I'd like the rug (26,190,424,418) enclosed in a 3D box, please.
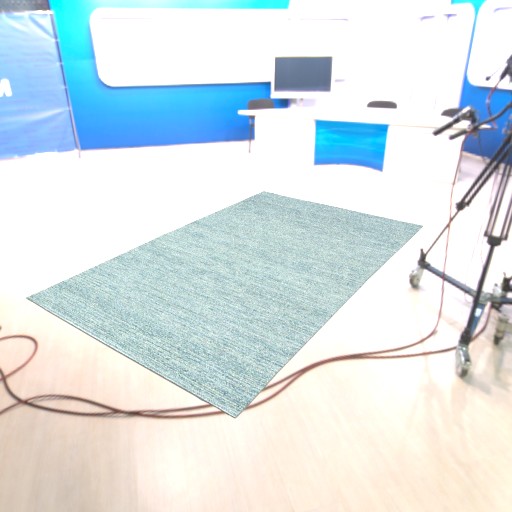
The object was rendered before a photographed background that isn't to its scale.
[{"bbox_3d":[0.000,0.000,2.312,1.174,0.022,1.853,18,32,32],"label":"rug"}]
